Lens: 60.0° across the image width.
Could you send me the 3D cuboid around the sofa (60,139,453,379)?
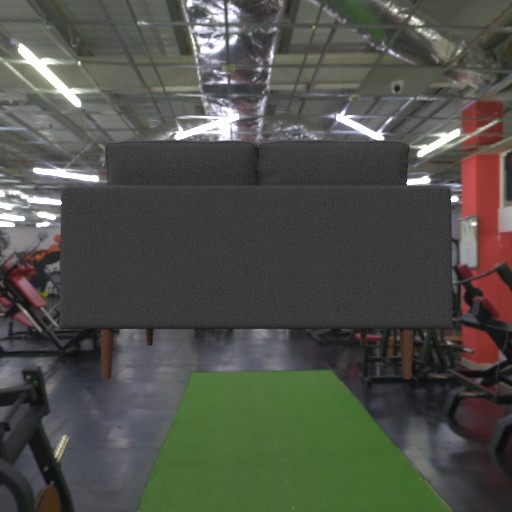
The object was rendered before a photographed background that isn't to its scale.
[{"bbox_3d":[0.000,0.000,1.987,1.430,0.908,0.796,0,-1,0],"label":"sofa"}]
